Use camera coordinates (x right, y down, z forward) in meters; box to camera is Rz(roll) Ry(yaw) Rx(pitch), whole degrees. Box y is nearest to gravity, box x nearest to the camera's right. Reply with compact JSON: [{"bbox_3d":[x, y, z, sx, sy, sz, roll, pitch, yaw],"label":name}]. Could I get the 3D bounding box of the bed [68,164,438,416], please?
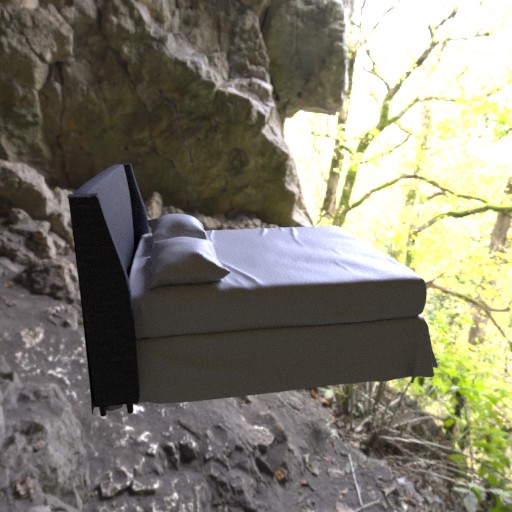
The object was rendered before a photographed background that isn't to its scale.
[{"bbox_3d":[0.000,0.000,3.469,2.276,1.332,1.925,-3,17,-10],"label":"bed"}]
